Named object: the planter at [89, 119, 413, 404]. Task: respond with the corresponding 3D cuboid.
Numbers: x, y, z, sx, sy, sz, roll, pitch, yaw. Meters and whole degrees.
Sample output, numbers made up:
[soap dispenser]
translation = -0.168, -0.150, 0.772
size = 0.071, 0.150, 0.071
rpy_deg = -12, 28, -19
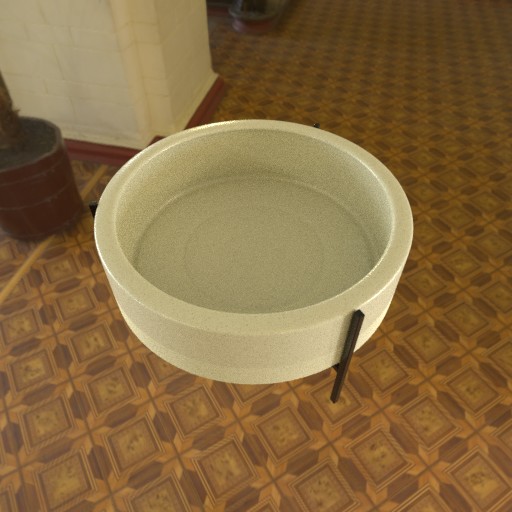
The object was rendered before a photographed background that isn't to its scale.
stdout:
[planter]
translation = 0.000, 0.000, 0.536
size = 0.336, 0.171, 0.345
rpy_deg = -24, 52, -21
